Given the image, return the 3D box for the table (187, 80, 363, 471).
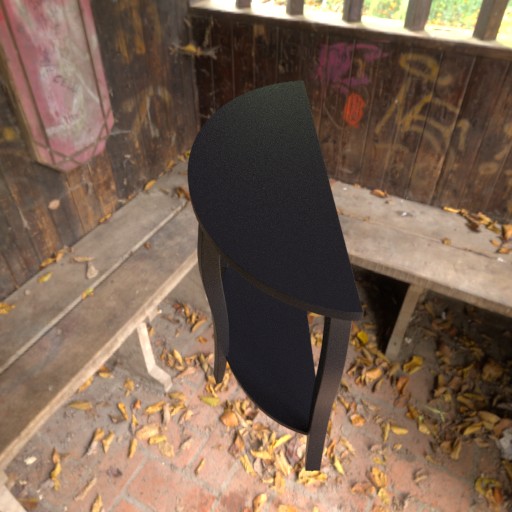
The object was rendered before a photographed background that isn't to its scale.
[{"bbox_3d":[0.000,0.000,1.561,0.394,0.780,1.219,-1,41,-1],"label":"table"}]
